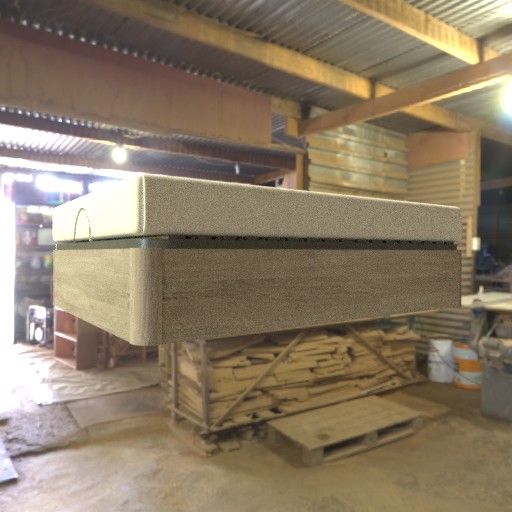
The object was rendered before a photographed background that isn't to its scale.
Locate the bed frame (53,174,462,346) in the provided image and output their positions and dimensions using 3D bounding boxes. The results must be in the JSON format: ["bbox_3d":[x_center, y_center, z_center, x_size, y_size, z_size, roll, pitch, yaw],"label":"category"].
[{"bbox_3d":[0.000,0.000,2.509,1.900,0.561,1.400,0,1,-35],"label":"bed frame"}]
